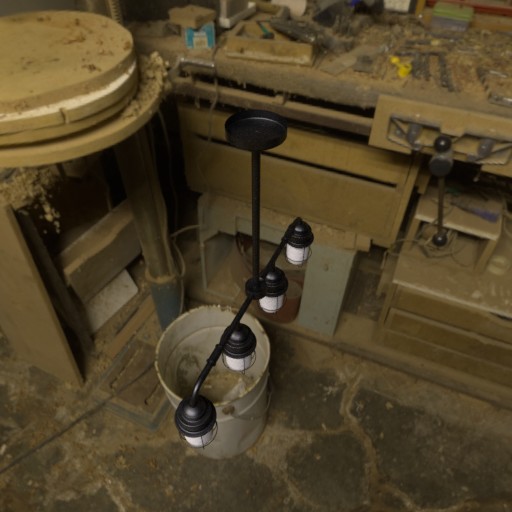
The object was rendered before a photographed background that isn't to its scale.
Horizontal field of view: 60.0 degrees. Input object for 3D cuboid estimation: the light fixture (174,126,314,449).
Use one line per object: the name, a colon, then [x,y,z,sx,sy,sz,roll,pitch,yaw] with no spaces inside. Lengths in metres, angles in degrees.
light fixture: [0.000,0.000,1.204,0.131,0.785,0.852,19,49,17]
